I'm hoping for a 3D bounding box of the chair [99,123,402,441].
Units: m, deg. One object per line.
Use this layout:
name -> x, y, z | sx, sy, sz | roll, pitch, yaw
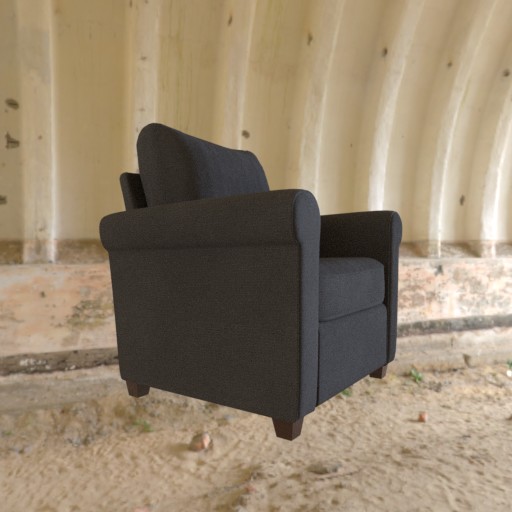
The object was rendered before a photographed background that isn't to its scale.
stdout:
chair -> 0.000, 0.000, 1.639 | 0.828, 0.942, 0.867 | 0, 1, 35
